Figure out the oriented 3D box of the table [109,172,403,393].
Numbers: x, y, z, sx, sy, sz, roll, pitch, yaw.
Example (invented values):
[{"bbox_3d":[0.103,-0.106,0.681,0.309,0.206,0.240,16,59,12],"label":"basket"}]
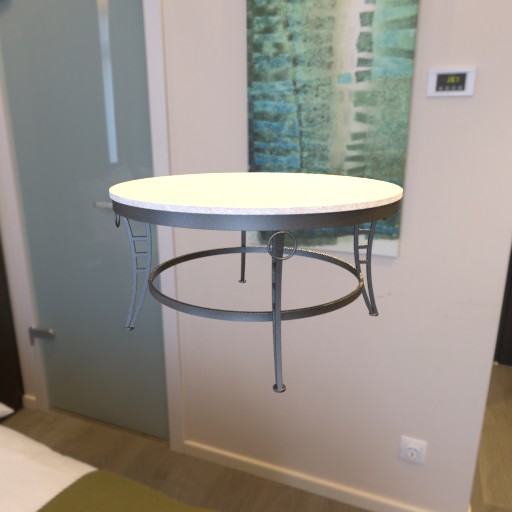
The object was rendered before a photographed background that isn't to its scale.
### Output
[{"bbox_3d":[0.000,0.000,1.470,0.889,0.470,0.889,0,16,0],"label":"table"}]
